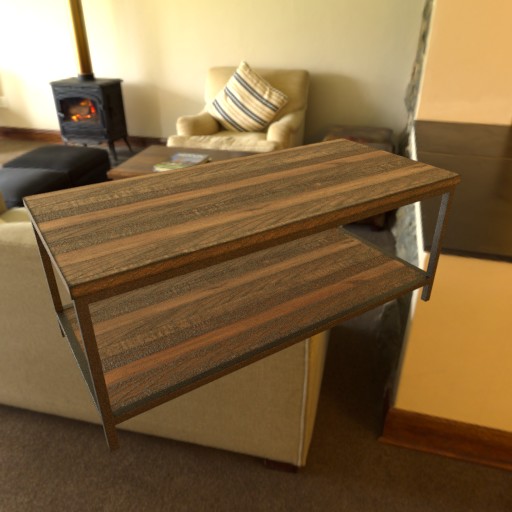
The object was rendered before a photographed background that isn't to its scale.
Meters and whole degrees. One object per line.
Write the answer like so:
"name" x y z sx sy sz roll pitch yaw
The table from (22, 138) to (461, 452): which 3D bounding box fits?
"table" 0.000 0.000 1.187 0.990 0.399 0.452 -18 33 -29
